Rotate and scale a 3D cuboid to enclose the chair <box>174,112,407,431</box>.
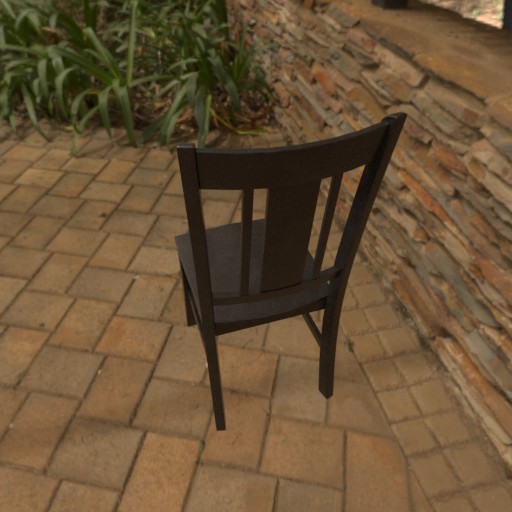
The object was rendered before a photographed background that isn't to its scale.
[{"bbox_3d":[0.000,0.000,1.305,0.450,0.998,0.555,-12,41,-14],"label":"chair"}]
